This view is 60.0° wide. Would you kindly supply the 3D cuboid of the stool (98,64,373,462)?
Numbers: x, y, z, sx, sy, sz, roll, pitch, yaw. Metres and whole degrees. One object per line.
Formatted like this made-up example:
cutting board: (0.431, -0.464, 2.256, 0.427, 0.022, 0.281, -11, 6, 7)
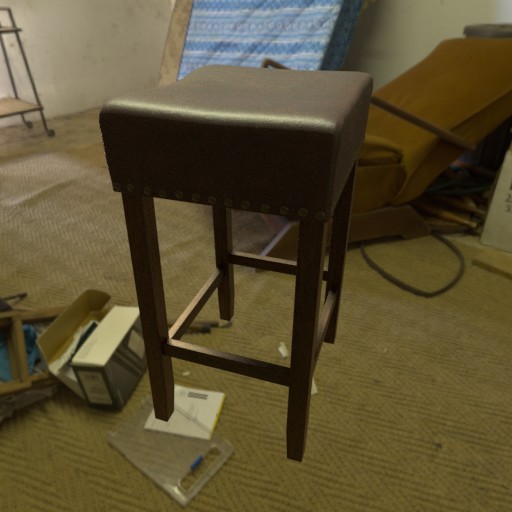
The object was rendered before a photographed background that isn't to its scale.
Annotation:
stool: (0.000, 0.000, 1.040, 0.401, 0.769, 0.465, 10, 33, 16)
